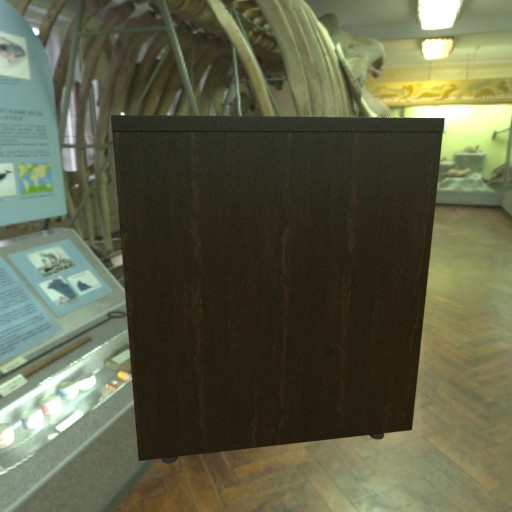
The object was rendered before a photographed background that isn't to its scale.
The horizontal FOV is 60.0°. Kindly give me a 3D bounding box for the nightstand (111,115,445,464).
[{"bbox_3d":[0.000,0.000,0.847,0.427,0.487,0.489,-2,15,-9],"label":"nightstand"}]
